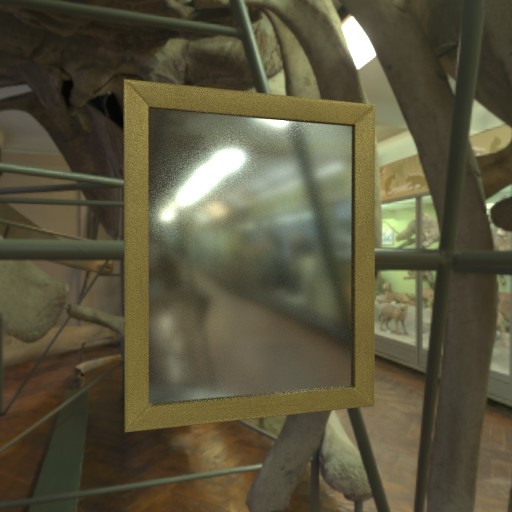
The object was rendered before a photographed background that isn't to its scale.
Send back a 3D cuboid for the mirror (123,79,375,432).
[{"bbox_3d":[0.000,0.000,0.711,0.405,0.508,0.041,0,1,-16],"label":"mirror"}]
